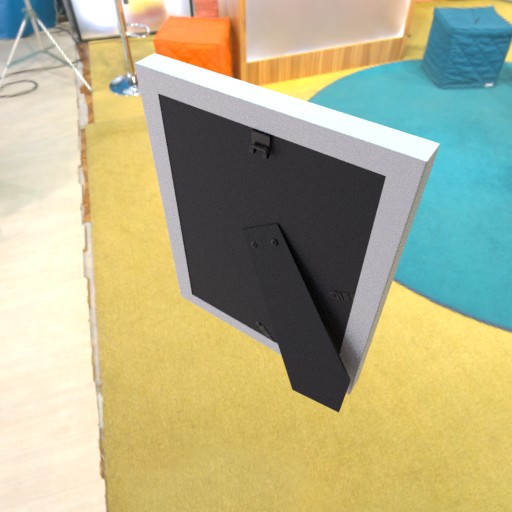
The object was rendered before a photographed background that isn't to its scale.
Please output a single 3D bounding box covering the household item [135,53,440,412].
[{"bbox_3d":[0.000,0.000,0.345,0.200,0.250,0.045,26,52,23],"label":"household item"}]
